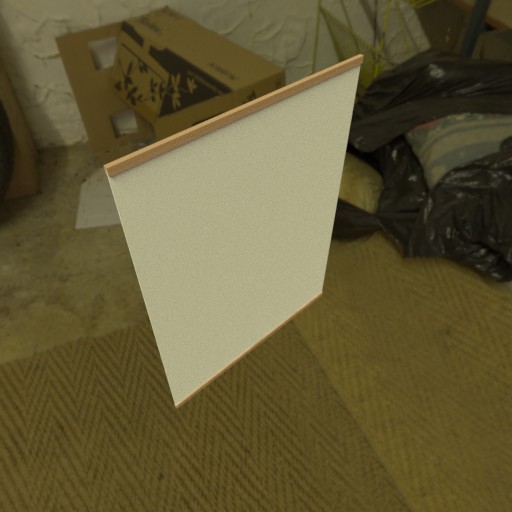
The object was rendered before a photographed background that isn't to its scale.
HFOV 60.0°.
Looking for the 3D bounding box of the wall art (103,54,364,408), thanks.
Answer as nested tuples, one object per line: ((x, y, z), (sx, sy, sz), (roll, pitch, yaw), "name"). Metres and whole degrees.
((0.000, 0.000, 1.370), (0.758, 1.016, 0.013), (-33, 55, -28), "wall art")
